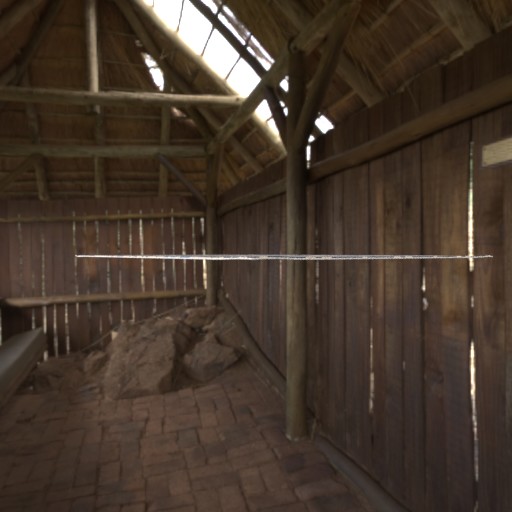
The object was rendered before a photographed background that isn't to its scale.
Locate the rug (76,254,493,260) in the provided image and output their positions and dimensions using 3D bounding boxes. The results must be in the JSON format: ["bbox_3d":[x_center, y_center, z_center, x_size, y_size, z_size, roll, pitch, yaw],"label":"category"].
[{"bbox_3d":[0.000,0.000,4.183,2.443,0.024,3.228,0,0,-37],"label":"rug"}]
